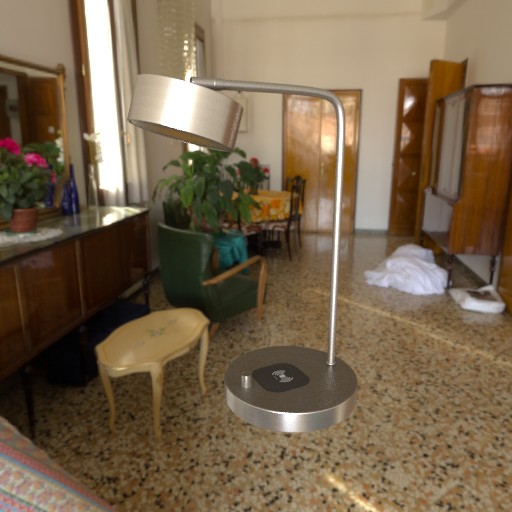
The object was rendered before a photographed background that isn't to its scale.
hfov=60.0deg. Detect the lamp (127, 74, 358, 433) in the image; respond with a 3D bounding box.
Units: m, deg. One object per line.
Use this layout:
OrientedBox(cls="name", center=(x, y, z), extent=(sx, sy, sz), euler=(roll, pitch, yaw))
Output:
OrientedBox(cls="lamp", center=(0.000, 0.000, 0.633), extent=(0.334, 0.469, 0.211), euler=(-7, 16, -26))
